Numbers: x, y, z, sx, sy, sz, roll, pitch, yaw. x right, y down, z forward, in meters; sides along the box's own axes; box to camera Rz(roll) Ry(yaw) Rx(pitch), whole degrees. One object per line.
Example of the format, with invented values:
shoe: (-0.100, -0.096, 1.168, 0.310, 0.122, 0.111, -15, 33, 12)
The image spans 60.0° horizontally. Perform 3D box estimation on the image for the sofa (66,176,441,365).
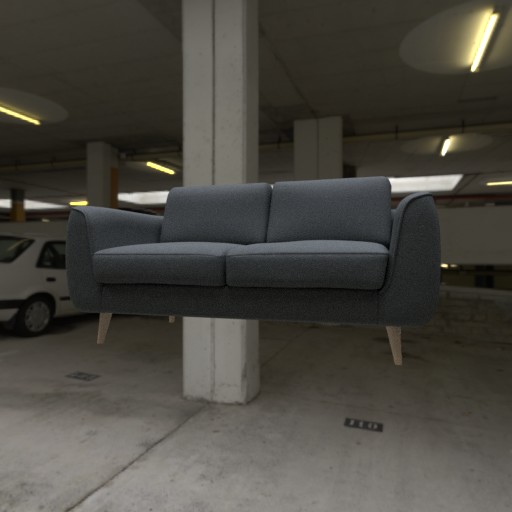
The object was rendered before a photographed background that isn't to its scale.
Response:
sofa: (0.000, 0.000, 2.280, 1.700, 0.850, 0.920, 0, 0, 18)
